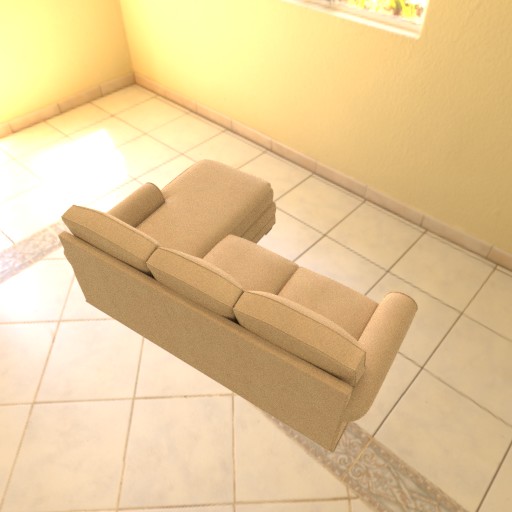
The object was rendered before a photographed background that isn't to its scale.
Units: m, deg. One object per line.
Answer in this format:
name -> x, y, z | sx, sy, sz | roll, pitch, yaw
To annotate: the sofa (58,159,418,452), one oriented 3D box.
sofa -> 0.000, 0.000, 2.474 | 1.770, 0.734, 1.226 | 25, 51, 22
